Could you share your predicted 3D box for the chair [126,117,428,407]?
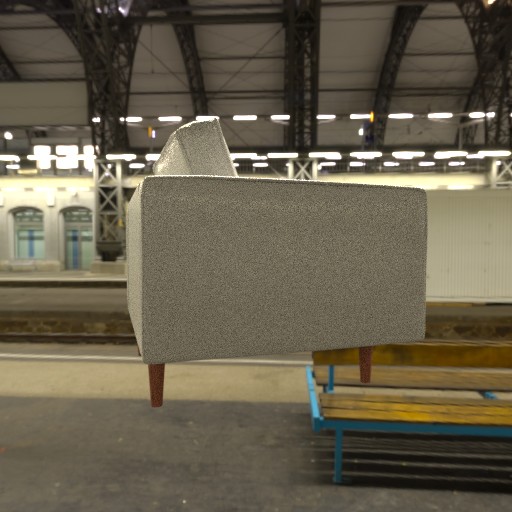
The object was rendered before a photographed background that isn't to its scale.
[{"bbox_3d":[0.000,0.000,1.550,0.843,0.773,0.928,-1,2,-18],"label":"chair"}]
